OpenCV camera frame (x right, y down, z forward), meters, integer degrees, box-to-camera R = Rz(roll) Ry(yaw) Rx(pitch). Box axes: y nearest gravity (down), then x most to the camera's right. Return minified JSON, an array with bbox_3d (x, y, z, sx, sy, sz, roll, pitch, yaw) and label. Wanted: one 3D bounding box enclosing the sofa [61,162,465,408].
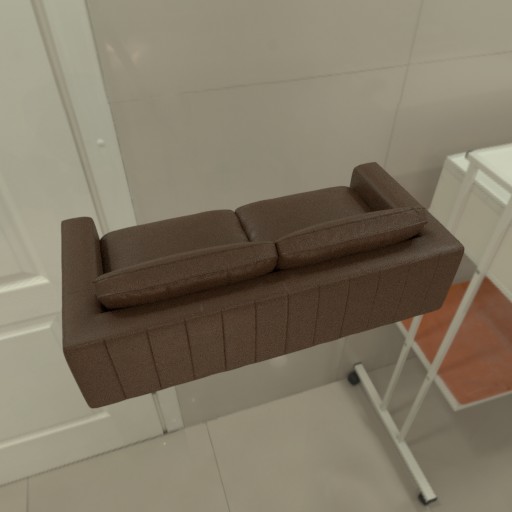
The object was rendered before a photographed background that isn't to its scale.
[{"bbox_3d":[0.000,0.000,2.794,2.262,0.801,1.070,-13,44,-14],"label":"sofa"}]
